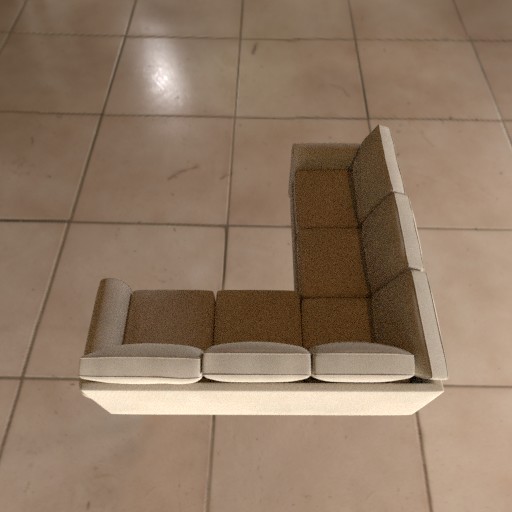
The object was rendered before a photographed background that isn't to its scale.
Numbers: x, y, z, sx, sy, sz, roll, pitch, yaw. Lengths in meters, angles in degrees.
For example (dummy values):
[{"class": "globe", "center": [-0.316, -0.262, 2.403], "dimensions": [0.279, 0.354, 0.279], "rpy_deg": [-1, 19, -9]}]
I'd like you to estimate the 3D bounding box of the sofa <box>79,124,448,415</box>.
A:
[{"class": "sofa", "center": [0.000, 0.000, 3.871], "dimensions": [2.569, 1.054, 2.487], "rpy_deg": [0, 59, 0]}]
